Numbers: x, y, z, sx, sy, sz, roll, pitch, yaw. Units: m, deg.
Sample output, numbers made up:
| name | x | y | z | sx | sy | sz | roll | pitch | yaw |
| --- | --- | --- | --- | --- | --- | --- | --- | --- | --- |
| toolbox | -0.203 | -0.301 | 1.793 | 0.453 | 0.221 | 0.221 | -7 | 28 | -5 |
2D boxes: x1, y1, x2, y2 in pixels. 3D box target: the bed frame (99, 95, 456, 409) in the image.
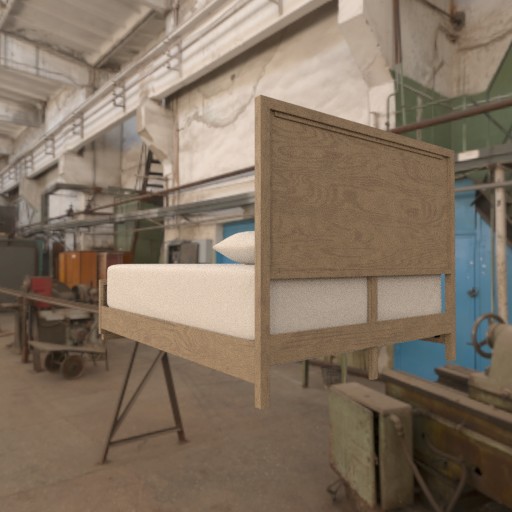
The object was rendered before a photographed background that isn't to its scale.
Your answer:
| name | x | y | z | sx | sy | sz | roll | pitch | yaw |
| --- | --- | --- | --- | --- | --- | --- | --- | --- | --- |
| bed frame | 0.000 | 0.000 | 3.283 | 1.606 | 1.369 | 2.189 | 1 | -1 | -37 |
